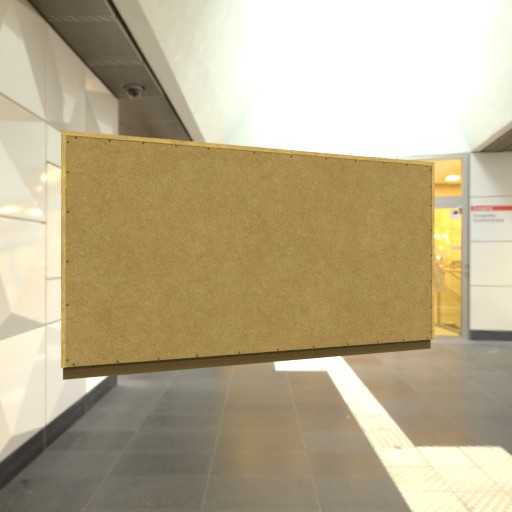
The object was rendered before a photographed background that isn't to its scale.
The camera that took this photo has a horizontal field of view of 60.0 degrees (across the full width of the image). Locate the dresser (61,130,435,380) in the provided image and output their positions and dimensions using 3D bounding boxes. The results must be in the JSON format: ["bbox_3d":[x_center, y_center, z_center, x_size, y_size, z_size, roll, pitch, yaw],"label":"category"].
[{"bbox_3d":[0.000,0.000,2.062,1.628,0.889,0.483,0,0,-19],"label":"dresser"}]
